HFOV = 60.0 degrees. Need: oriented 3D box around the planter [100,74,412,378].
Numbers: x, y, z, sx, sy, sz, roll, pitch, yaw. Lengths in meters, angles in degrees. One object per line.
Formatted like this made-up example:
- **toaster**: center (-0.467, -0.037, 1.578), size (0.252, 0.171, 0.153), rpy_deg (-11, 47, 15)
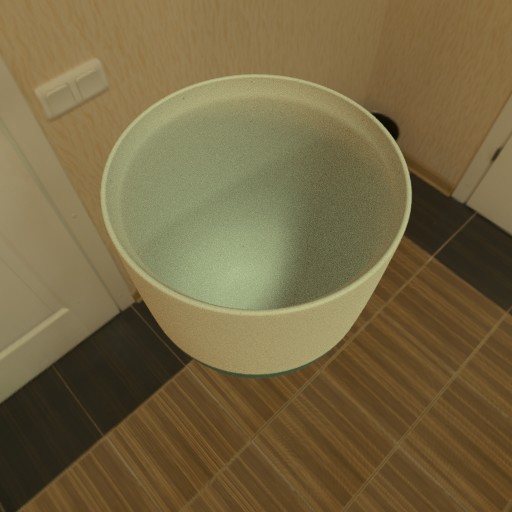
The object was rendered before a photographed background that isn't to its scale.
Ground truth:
- **planter**: center (0.000, 0.000, 0.385), size (0.204, 0.214, 0.204), rpy_deg (0, 59, 0)
